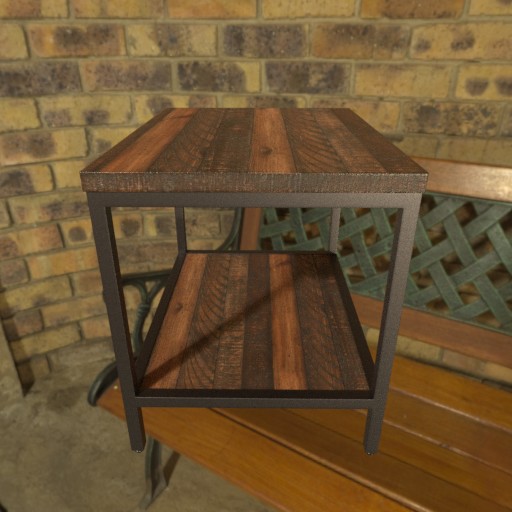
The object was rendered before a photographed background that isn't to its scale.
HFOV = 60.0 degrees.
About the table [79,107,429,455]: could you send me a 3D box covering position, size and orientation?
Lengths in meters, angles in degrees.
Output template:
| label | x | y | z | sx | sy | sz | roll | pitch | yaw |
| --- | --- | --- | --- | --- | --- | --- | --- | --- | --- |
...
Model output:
| label | x | y | z | sx | sy | sz | roll | pitch | yaw |
| --- | --- | --- | --- | --- | --- | --- | --- | --- | --- |
| table | 0.000 | 0.000 | 1.101 | 0.524 | 0.612 | 0.678 | 0 | 26 | 1 |
